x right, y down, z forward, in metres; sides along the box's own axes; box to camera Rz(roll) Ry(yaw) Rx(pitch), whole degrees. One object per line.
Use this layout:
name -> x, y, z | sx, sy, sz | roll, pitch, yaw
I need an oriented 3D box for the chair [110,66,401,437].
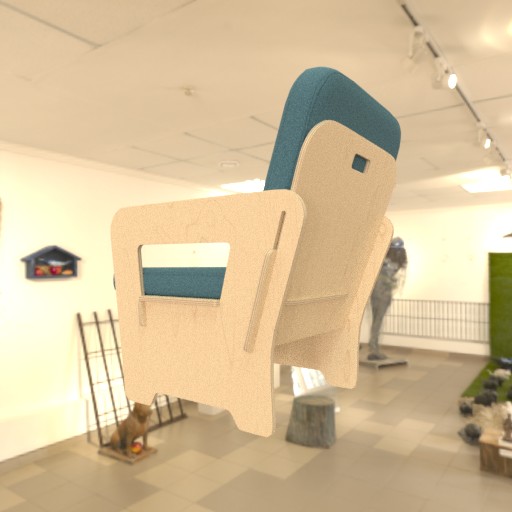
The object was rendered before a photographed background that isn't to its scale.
chair -> 0.000, 0.000, 1.188 | 0.657, 0.747, 0.547 | -1, -1, 35
